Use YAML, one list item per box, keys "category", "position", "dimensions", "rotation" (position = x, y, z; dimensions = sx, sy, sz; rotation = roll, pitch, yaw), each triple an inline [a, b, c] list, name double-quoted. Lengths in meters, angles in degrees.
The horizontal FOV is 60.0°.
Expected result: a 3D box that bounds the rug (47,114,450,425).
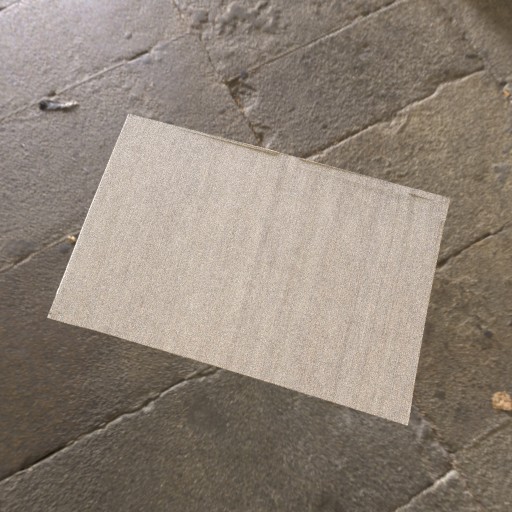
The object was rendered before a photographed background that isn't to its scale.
- category: "rug"
  position: [0.000, 0.000, 2.267]
  dimensions: [1.820, 0.022, 1.179]
  rotation: [16, 77, 4]
